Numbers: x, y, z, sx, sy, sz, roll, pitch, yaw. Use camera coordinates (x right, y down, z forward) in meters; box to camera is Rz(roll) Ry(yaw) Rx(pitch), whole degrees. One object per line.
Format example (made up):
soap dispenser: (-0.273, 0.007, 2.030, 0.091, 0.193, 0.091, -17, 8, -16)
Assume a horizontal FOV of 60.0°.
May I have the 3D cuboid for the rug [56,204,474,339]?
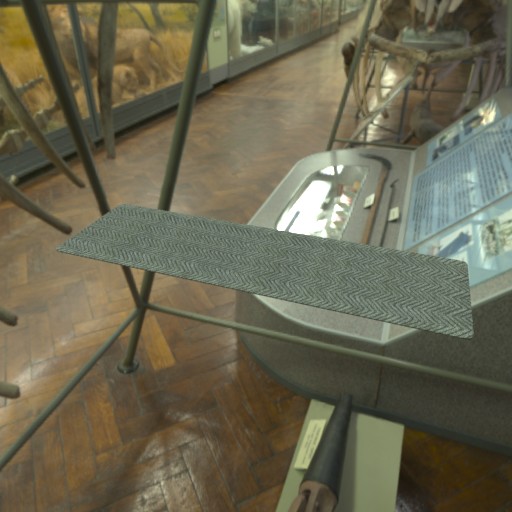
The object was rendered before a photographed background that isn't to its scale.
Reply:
rug: (0.000, 0.000, 2.555, 2.286, 0.008, 0.686, 11, 33, 17)
